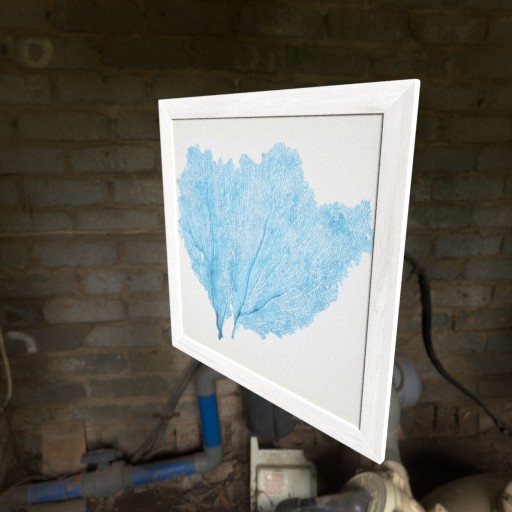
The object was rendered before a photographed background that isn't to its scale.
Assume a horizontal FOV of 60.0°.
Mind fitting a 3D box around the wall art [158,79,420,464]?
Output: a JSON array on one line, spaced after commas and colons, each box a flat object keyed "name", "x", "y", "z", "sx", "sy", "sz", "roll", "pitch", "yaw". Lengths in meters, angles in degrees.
[{"name": "wall art", "x": 0.000, "y": 0.000, "z": 0.842, "sx": 0.013, "sy": 0.584, "sz": 0.584, "roll": -15, "pitch": 22, "yaw": -43}]
